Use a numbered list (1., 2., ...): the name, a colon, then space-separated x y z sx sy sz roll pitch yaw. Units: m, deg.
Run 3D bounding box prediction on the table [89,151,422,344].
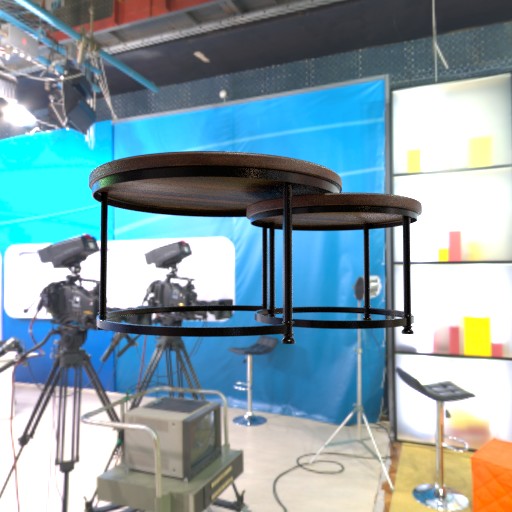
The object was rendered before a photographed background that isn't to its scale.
1. table: 0.000 0.000 1.623 1.152 0.516 0.870 1 -2 -18
